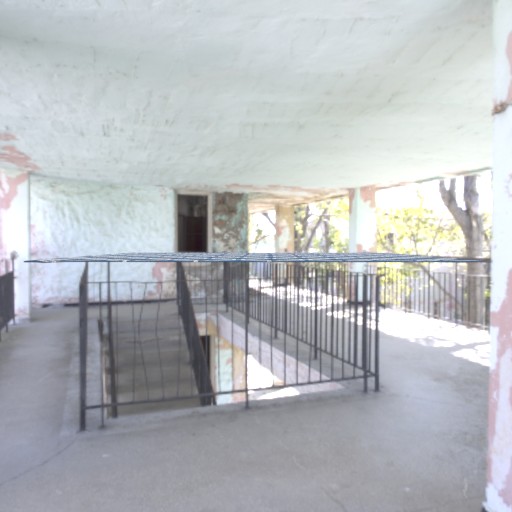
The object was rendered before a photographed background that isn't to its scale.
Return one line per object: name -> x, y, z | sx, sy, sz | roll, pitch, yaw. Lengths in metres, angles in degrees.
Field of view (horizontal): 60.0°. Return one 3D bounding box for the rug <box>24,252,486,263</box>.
rug -> 0.000, 0.000, 3.853 | 2.867, 0.020, 2.277 | 0, 2, 1
